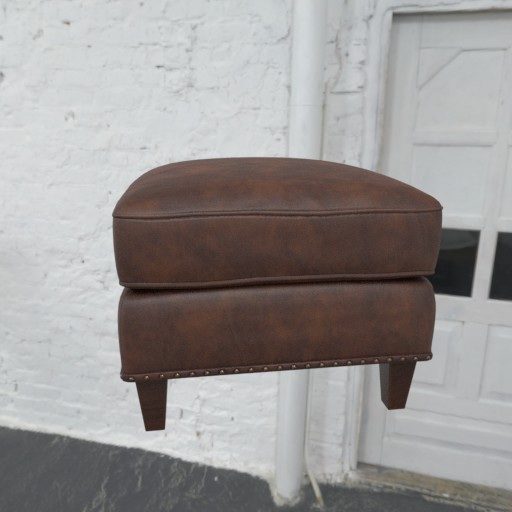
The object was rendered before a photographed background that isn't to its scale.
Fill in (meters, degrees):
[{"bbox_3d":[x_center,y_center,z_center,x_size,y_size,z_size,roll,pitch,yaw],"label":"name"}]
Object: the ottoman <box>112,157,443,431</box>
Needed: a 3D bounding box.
[{"bbox_3d":[0.000,0.000,1.122,0.586,0.486,0.742,-2,15,-8],"label":"ottoman"}]
